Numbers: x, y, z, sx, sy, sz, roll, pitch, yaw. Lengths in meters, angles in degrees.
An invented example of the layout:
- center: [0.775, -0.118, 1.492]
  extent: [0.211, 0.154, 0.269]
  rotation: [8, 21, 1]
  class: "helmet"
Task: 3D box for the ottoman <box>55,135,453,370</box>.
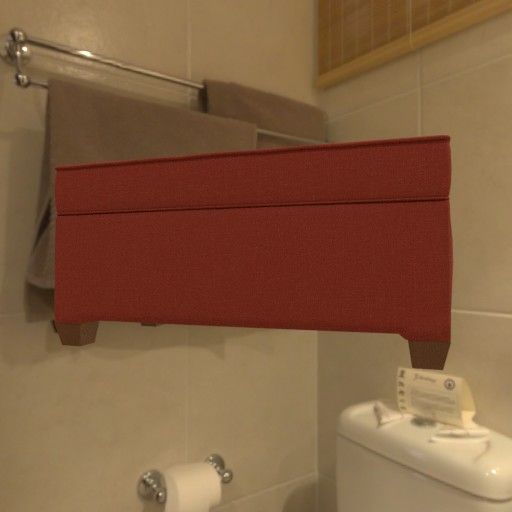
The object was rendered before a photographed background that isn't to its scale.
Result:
- center: [0.000, 0.000, 1.194]
  extent: [0.948, 0.454, 0.497]
  rotation: [0, -1, 17]
  class: "ottoman"
